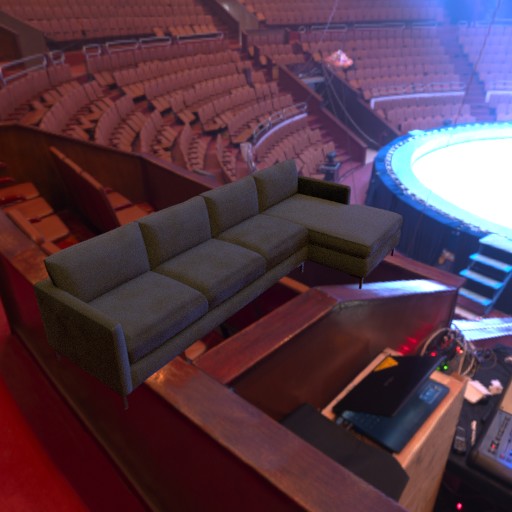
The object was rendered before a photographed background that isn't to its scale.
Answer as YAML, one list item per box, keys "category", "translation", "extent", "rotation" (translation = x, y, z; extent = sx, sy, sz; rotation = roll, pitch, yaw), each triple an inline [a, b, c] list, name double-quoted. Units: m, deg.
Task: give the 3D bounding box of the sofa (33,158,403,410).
- category: "sofa"
  translation: [0.000, 0.000, 3.268]
  extent: [1.255, 0.756, 2.725]
  rotation: [19, 33, 32]
